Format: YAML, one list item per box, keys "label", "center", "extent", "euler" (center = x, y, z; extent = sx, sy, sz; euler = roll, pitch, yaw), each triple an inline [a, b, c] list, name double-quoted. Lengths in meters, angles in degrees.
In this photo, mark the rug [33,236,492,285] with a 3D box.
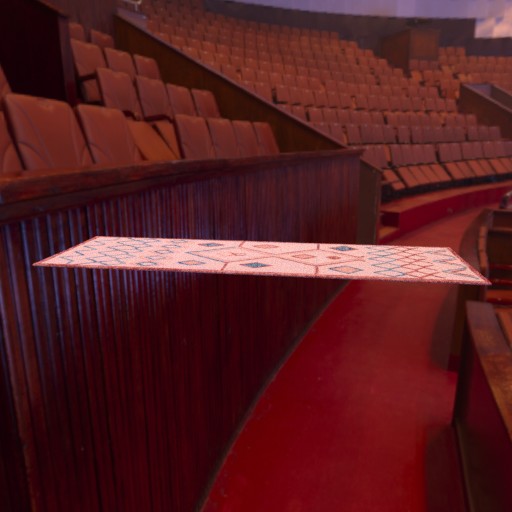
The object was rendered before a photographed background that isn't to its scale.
- label: "rug"
  center: [0.000, 0.000, 2.684]
  extent: [2.435, 0.011, 0.750]
  euler: [2, 15, 8]
